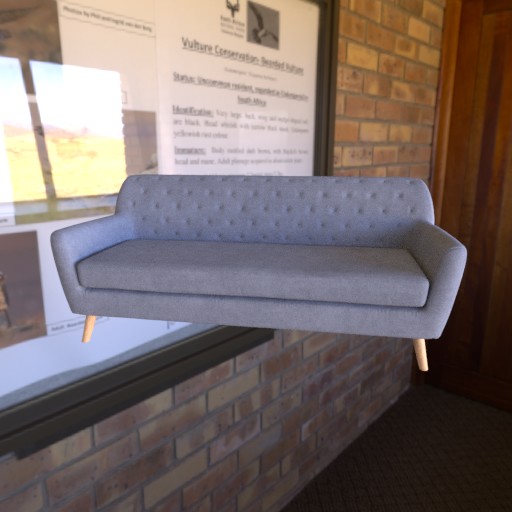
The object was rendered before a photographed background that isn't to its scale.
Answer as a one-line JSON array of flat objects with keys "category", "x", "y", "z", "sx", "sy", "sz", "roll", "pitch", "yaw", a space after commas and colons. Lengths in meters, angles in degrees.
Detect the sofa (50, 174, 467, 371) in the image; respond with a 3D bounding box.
[{"category": "sofa", "x": 0.000, "y": 0.000, "z": 2.442, "sx": 1.970, "sy": 0.830, "sz": 0.830, "roll": 2, "pitch": 14, "yaw": 10}]
